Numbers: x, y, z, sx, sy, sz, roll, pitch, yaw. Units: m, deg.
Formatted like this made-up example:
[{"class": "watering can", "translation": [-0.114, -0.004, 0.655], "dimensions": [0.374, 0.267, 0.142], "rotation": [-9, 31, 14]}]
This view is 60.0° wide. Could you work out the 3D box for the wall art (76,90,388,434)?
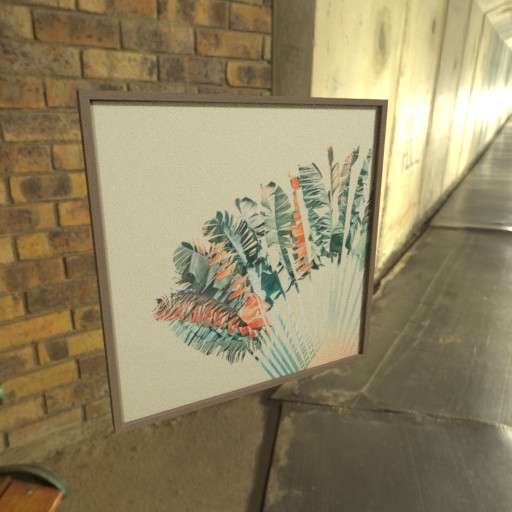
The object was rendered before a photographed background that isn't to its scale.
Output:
[{"class": "wall art", "translation": [0.000, 0.000, 1.115], "dimensions": [0.761, 0.758, 0.038], "rotation": [-9, 19, -26]}]
